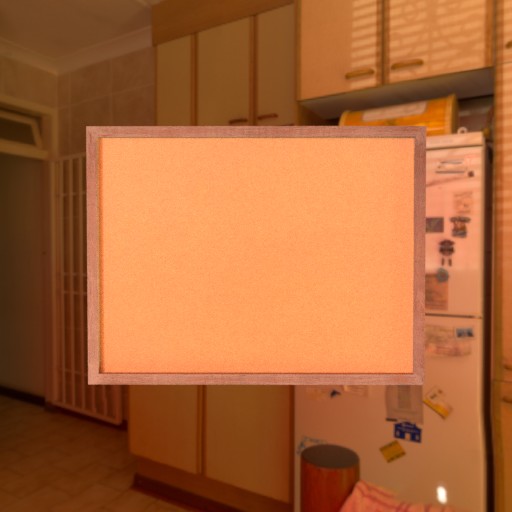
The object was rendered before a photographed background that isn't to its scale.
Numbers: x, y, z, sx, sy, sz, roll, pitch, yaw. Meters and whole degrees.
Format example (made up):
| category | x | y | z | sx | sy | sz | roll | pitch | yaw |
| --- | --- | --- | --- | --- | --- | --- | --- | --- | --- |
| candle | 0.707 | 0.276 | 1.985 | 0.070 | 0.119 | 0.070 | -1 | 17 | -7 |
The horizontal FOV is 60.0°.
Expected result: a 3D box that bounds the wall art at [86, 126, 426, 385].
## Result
| category | x | y | z | sx | sy | sz | roll | pitch | yaw |
| --- | --- | --- | --- | --- | --- | --- | --- | --- | --- |
| wall art | 0.000 | 0.000 | 1.765 | 1.320 | 1.009 | 0.070 | 0 | 1 | 0 |
